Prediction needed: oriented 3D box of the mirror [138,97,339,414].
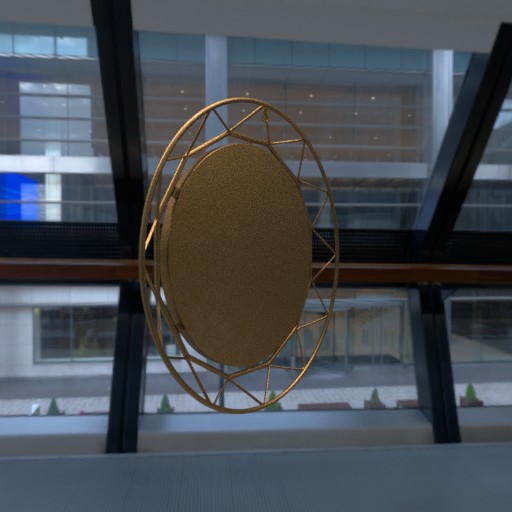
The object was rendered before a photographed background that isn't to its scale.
[{"bbox_3d":[0.000,0.000,0.671,0.043,0.454,0.454,1,2,38],"label":"mirror"}]
